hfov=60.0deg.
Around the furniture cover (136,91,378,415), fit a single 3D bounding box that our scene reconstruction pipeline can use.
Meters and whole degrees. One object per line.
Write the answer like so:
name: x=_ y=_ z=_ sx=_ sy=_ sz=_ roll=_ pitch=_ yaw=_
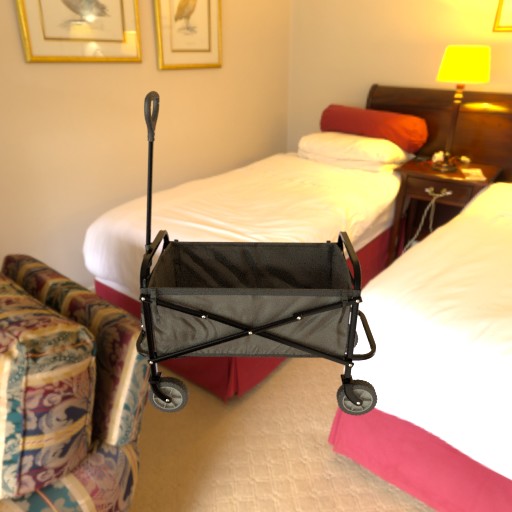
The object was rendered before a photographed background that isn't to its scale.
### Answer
furniture cover: x=0.000 y=0.000 z=1.853 sx=1.038 sy=1.295 sz=0.532 roll=1 pitch=25 yaw=1
